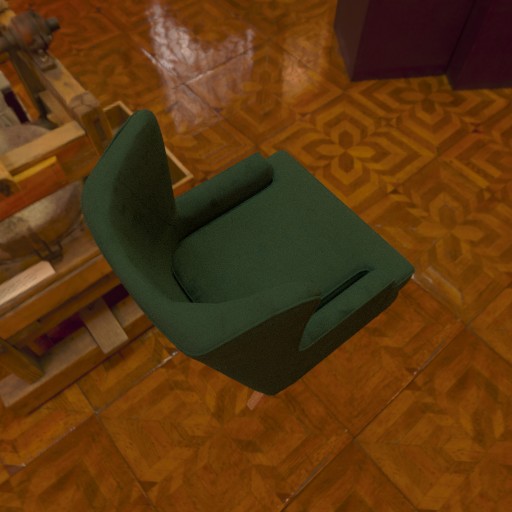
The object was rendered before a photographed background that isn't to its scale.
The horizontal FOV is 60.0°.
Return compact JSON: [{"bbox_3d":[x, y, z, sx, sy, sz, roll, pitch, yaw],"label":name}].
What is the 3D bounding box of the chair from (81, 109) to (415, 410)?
[{"bbox_3d":[0.000,0.000,1.600,0.910,0.952,0.793,-34,64,-19],"label":"chair"}]
